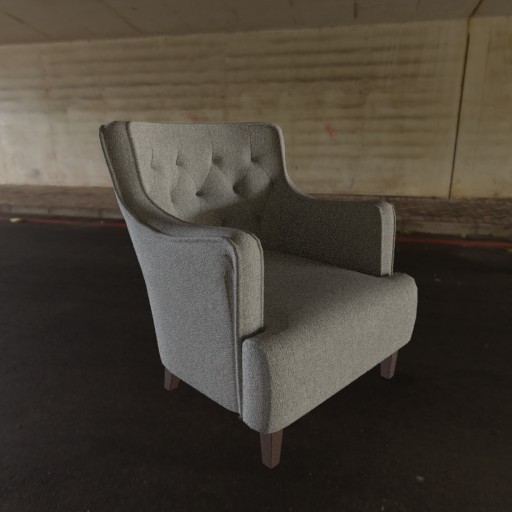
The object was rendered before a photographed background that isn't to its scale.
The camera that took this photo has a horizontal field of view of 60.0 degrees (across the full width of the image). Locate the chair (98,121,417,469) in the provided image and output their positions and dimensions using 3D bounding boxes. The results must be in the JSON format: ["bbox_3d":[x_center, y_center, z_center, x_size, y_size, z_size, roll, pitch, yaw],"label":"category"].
[{"bbox_3d":[0.000,0.000,1.552,0.910,0.920,0.820,15,22,43],"label":"chair"}]
